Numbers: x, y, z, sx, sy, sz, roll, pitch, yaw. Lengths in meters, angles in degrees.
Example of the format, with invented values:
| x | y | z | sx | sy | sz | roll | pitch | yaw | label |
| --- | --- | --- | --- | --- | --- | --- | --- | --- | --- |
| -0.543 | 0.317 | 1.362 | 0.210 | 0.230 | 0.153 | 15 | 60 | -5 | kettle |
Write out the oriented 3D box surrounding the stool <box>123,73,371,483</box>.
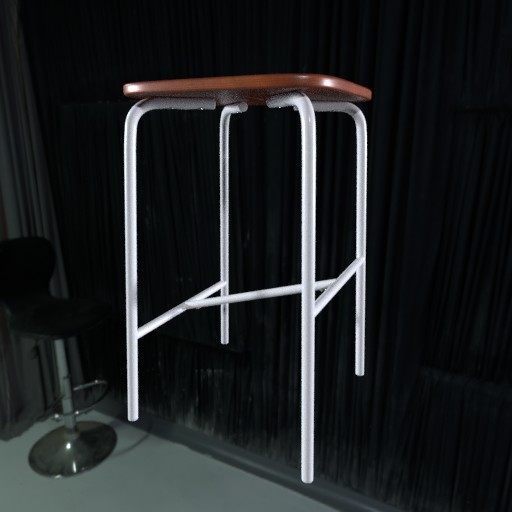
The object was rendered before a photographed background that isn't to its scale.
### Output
| x | y | z | sx | sy | sz | roll | pitch | yaw | label |
| --- | --- | --- | --- | --- | --- | --- | --- | --- | --- |
| 0.000 | 0.000 | 0.859 | 0.376 | 0.610 | 0.376 | 8 | 17 | 25 | stool |
